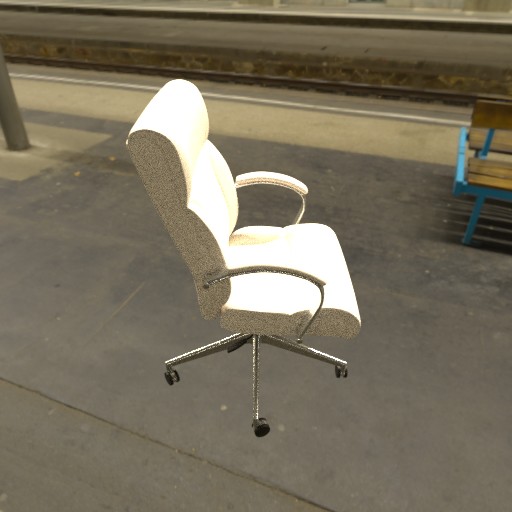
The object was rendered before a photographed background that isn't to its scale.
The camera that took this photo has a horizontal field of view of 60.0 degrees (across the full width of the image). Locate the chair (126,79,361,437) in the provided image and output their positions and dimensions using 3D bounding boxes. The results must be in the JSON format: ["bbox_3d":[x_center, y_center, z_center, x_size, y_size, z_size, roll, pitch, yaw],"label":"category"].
[{"bbox_3d":[0.000,0.000,1.594,0.745,1.099,0.727,0,33,0],"label":"chair"}]
